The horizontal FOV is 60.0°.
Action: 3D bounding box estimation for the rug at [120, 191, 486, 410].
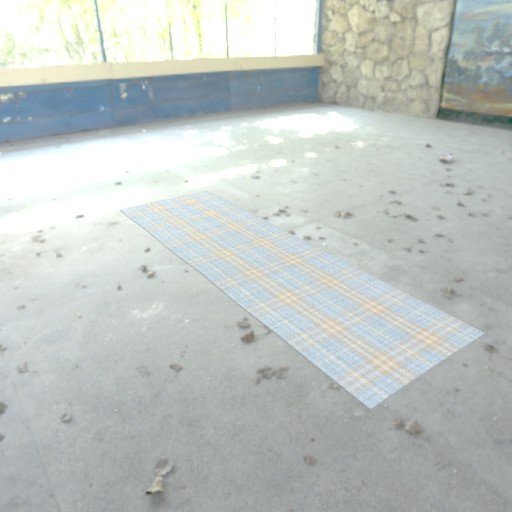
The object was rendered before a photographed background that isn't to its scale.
[{"bbox_3d":[0.000,0.000,2.657,0.762,0.013,2.439,-18,32,-32],"label":"rug"}]
